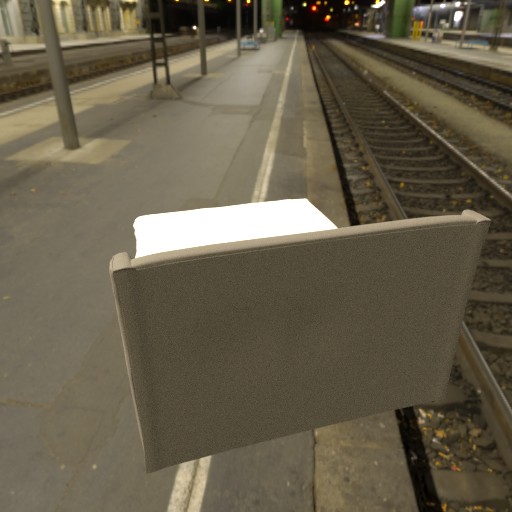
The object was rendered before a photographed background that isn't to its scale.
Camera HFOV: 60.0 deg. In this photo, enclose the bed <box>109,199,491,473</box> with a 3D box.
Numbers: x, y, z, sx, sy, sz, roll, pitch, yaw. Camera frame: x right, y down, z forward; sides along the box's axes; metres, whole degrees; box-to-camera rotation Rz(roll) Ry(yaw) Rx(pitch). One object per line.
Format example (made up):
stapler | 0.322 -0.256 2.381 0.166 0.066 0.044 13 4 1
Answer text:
bed | 0.000 0.000 3.312 1.925 1.332 2.276 -8 29 -14
